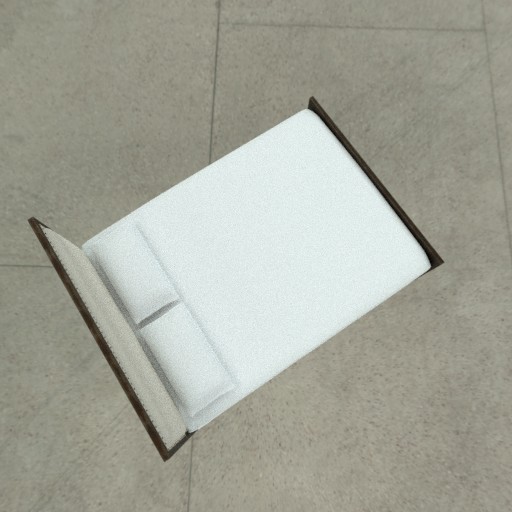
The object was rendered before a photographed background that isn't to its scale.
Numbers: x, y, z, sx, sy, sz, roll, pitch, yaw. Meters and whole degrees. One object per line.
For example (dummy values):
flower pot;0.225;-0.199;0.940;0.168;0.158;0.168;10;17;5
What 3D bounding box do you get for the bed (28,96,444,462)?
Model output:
bed;0.000;0.000;3.273;2.221;1.313;1.607;-33;78;-8
